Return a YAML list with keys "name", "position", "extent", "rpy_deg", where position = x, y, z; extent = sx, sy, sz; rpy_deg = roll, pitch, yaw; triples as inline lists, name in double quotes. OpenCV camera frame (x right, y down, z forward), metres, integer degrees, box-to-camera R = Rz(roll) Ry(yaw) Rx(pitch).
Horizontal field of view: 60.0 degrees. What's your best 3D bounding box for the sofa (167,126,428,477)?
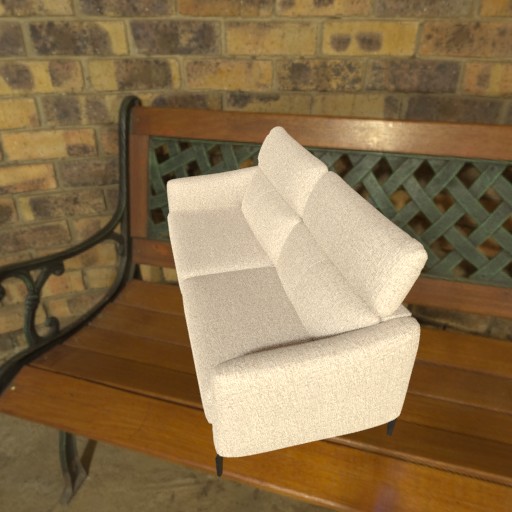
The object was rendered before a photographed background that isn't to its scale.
- name: "sofa"
  position: [0.000, 0.000, 2.457]
  extent: [0.856, 0.956, 2.015]
  rpy_deg: [-8, 31, -12]
